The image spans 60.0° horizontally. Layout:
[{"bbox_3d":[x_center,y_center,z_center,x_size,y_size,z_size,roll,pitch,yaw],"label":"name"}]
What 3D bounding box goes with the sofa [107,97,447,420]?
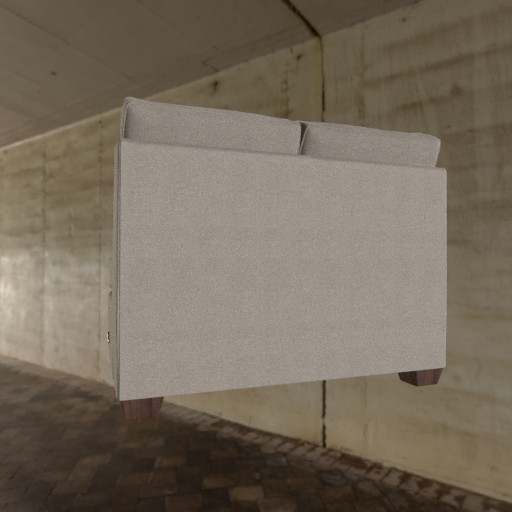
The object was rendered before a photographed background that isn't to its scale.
[{"bbox_3d":[0.000,0.000,1.954,1.232,1.006,0.978,0,-1,-20],"label":"sofa"}]
